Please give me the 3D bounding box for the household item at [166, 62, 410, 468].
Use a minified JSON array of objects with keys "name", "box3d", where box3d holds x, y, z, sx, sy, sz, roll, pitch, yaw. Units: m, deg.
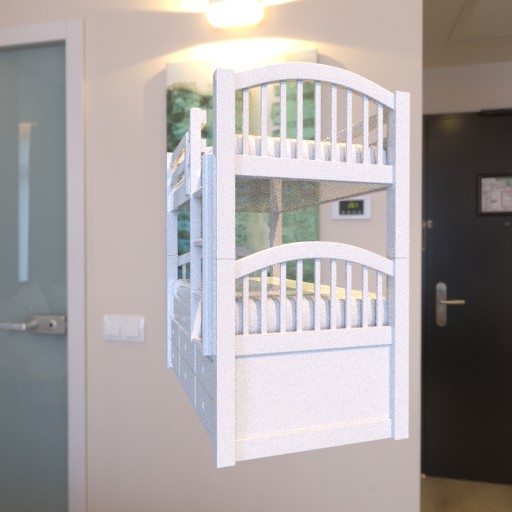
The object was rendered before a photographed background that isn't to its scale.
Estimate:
[{"name":"household item","box3d":[0.000,0.000,3.267,1.143,2.032,2.032,0,1,-18]}]
